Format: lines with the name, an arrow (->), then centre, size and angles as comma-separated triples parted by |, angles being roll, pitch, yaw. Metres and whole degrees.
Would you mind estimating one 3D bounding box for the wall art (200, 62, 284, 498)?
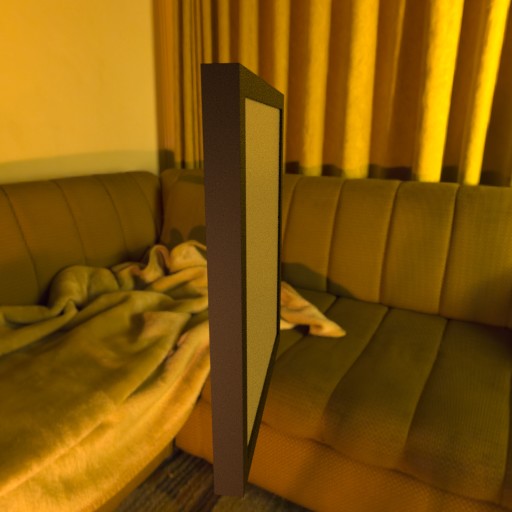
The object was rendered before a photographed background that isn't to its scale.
wall art -> 0.000, 0.000, 0.525 | 0.029, 0.381, 0.330 | 3, 16, 9
